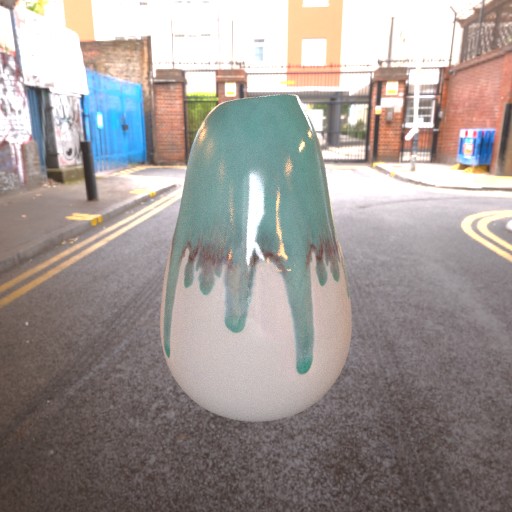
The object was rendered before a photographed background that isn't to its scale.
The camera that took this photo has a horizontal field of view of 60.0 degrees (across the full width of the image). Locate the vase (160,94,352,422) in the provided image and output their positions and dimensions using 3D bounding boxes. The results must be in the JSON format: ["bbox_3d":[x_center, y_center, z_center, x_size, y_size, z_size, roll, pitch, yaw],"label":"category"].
[{"bbox_3d":[0.000,0.000,0.263,0.116,0.179,0.116,0,16,0],"label":"vase"}]
